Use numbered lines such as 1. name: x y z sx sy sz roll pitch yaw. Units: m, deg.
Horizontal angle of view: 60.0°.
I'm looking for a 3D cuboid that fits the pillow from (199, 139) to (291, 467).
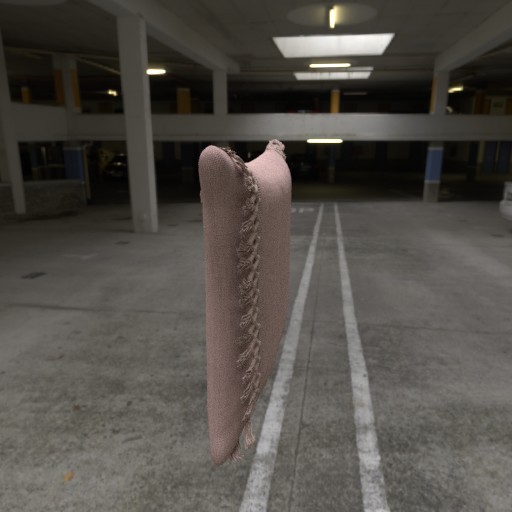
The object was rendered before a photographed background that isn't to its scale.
1. pillow: 0.000 0.000 0.603 0.084 0.305 0.466 2 15 9
